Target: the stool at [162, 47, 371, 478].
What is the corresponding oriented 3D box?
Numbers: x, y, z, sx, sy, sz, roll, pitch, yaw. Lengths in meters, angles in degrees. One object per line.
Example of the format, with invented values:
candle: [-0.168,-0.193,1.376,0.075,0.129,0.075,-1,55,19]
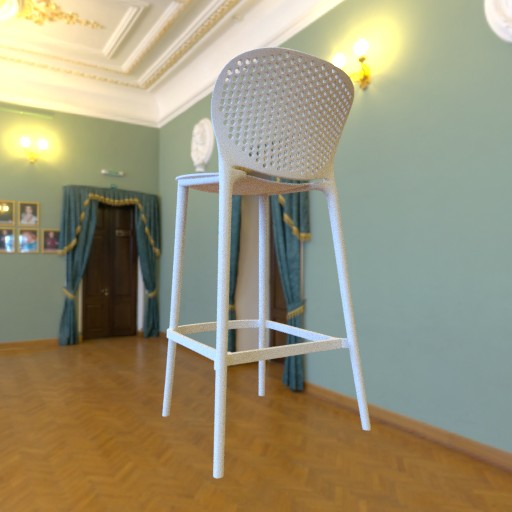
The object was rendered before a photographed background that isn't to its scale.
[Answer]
stool: [0.000,0.000,1.368,0.536,1.045,0.535,1,-1,-35]
